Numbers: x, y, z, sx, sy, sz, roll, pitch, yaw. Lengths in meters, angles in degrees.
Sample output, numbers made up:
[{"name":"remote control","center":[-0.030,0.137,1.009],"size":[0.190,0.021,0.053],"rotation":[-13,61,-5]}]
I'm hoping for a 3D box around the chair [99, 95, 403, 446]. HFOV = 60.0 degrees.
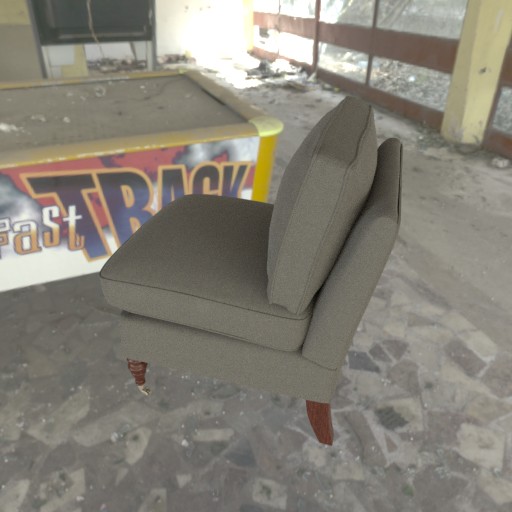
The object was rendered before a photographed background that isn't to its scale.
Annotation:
[{"name":"chair","center":[0.000,0.000,1.644],"size":[0.924,1.045,0.724],"rotation":[9,32,14]}]
